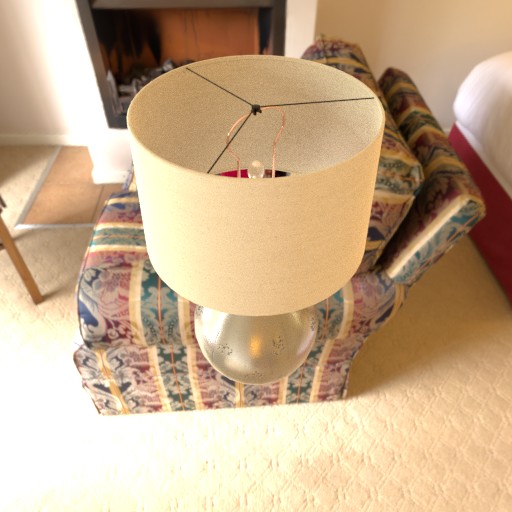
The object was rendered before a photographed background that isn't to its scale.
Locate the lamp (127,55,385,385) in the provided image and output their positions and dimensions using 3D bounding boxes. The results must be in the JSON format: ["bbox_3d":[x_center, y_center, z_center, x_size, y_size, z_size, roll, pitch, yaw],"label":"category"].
[{"bbox_3d":[0.000,0.000,0.721,0.330,0.521,0.330,0,46,0],"label":"lamp"}]
